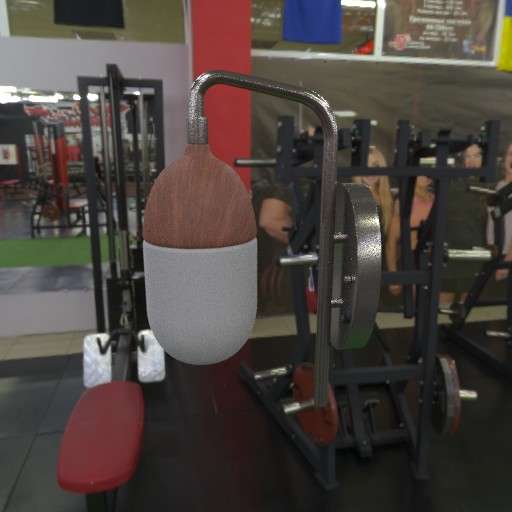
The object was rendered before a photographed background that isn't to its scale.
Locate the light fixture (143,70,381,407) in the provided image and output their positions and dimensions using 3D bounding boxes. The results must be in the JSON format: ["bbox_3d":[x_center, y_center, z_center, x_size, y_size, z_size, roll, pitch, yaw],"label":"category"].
[{"bbox_3d":[0.000,0.000,0.440,0.216,0.343,0.108,-2,14,-9],"label":"light fixture"}]
